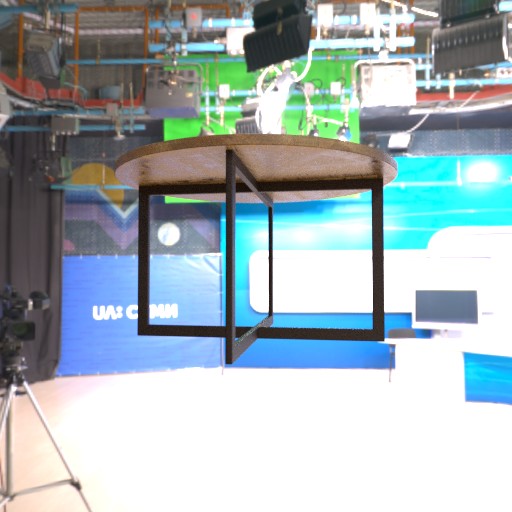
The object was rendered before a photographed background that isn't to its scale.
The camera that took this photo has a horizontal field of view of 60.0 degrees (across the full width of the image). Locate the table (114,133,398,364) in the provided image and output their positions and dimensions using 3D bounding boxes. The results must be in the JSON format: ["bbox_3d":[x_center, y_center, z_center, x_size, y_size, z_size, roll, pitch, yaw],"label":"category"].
[{"bbox_3d":[0.000,0.000,2.064,1.264,0.762,1.264,0,-2,0],"label":"table"}]
